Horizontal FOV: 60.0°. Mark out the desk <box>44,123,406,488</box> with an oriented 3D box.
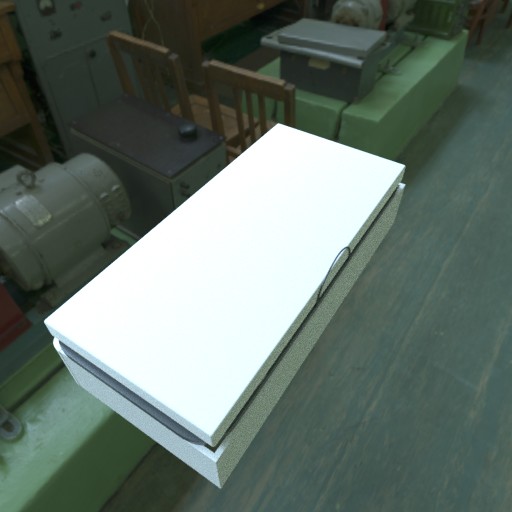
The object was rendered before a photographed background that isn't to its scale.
[{"bbox_3d":[0.000,0.000,2.304,0.900,0.526,1.900,25,52,22],"label":"desk"}]
